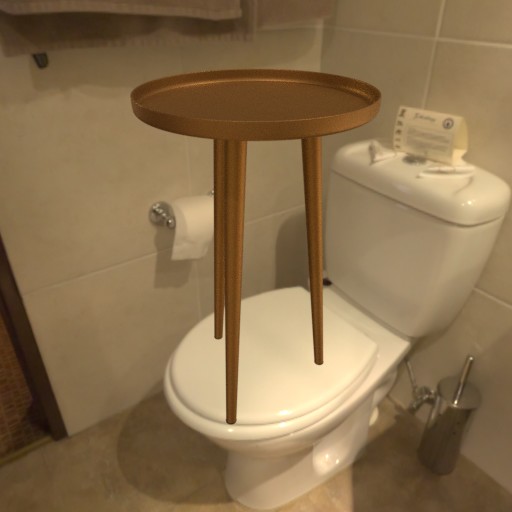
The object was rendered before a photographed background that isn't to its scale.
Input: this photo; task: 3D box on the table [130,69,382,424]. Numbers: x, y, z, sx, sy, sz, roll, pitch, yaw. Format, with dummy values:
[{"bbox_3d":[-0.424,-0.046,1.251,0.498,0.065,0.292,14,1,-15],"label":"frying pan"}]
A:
[{"bbox_3d":[0.000,0.000,0.667,0.299,0.480,0.299,9,33,15],"label":"table"}]
